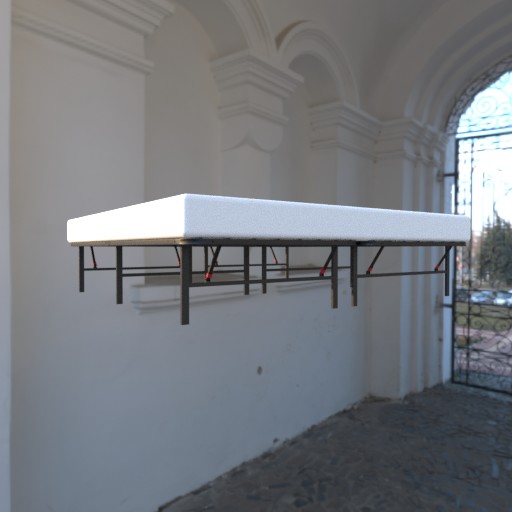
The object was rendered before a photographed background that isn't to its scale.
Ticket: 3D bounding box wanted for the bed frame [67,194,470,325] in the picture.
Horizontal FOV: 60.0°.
[{"bbox_3d":[0.000,0.000,3.048,2.033,0.525,1.935,-1,1,-35],"label":"bed frame"}]
